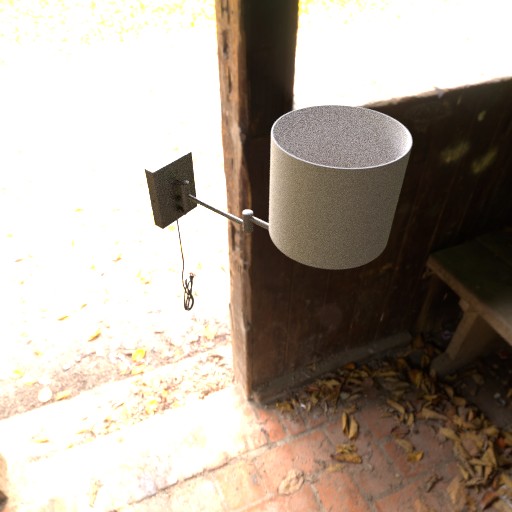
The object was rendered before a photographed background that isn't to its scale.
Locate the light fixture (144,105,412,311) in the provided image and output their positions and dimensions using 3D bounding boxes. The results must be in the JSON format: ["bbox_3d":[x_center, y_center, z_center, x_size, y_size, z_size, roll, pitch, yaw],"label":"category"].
[{"bbox_3d":[0.000,0.000,0.935,0.516,0.651,0.203,27,48,27],"label":"light fixture"}]
